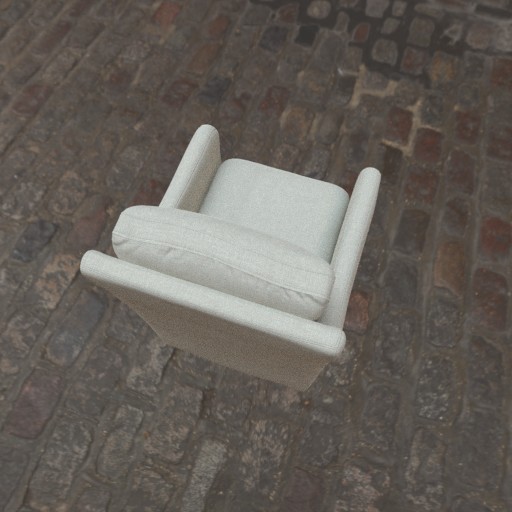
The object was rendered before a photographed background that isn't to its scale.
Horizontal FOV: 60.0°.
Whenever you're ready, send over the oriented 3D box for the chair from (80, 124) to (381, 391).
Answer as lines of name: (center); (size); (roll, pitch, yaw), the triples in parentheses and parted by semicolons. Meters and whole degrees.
chair: (0.000, 0.000, 1.409); (0.626, 0.914, 0.694); (17, 64, 8)
